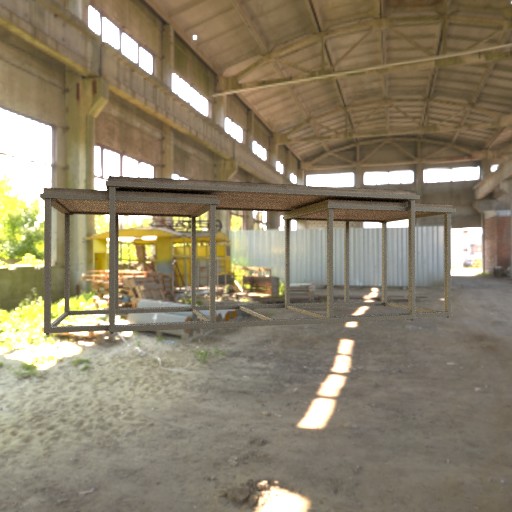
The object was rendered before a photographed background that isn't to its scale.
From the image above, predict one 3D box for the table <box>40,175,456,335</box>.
[{"bbox_3d":[0.000,0.000,1.555,1.312,0.427,0.489,0,-1,-16],"label":"table"}]
